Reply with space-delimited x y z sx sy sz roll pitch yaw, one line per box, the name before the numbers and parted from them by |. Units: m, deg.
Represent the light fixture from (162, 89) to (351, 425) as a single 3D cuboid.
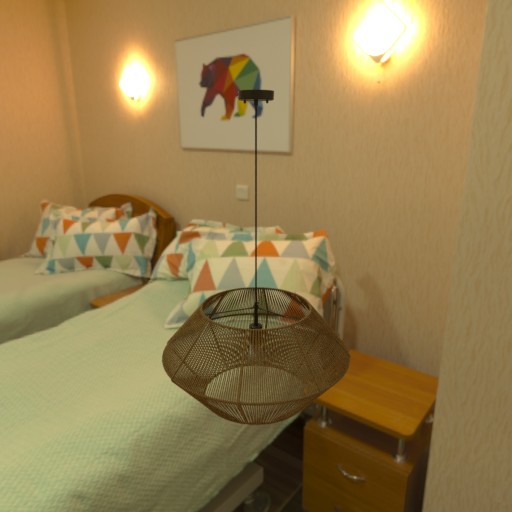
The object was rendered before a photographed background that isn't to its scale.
light fixture | 0.000 0.000 1.443 0.643 1.009 0.643 0 16 0
